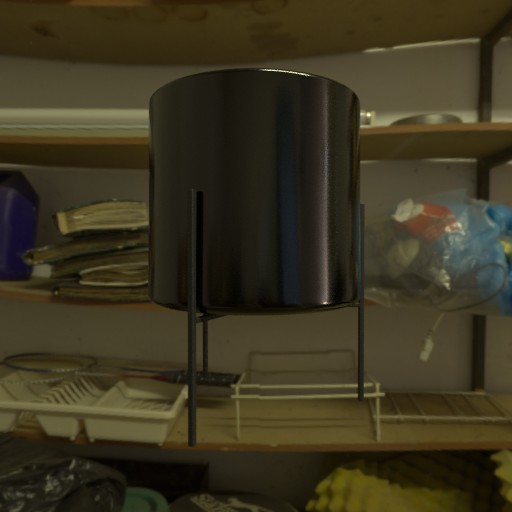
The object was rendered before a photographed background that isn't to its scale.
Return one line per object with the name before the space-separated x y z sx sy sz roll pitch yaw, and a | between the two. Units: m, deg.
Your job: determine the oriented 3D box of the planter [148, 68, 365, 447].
planter | 0.000 0.000 0.654 0.310 0.432 0.310 0 1 -18
